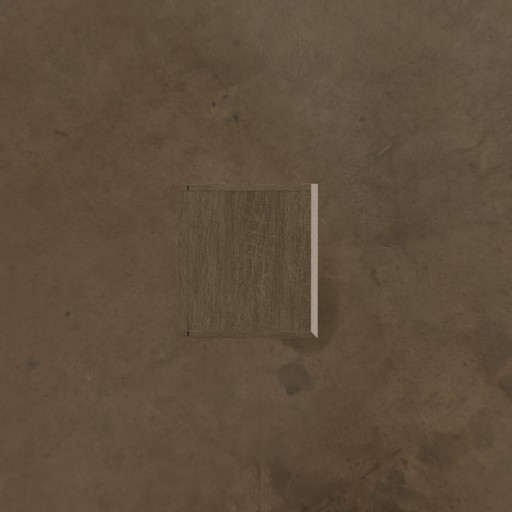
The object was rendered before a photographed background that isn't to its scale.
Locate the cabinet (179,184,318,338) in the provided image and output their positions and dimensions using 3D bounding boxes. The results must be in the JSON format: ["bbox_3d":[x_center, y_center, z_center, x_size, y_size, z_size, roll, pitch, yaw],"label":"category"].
[{"bbox_3d":[0.000,0.000,1.562,0.270,1.400,0.300,0,91,1],"label":"cabinet"}]
